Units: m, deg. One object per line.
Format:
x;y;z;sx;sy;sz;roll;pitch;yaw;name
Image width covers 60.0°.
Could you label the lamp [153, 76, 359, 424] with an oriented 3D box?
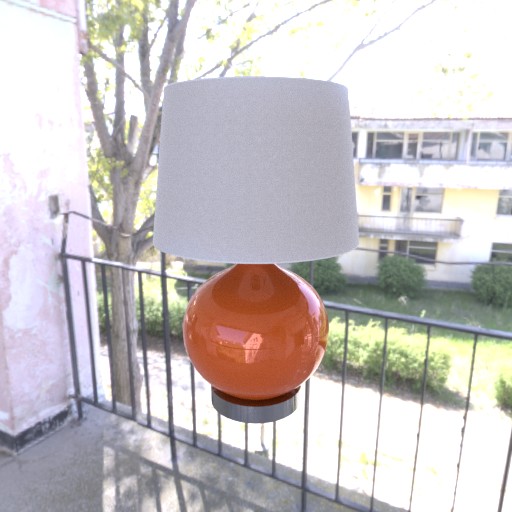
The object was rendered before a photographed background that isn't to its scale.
0.000;0.000;0.547;0.247;0.387;0.247;0;14;0;lamp
